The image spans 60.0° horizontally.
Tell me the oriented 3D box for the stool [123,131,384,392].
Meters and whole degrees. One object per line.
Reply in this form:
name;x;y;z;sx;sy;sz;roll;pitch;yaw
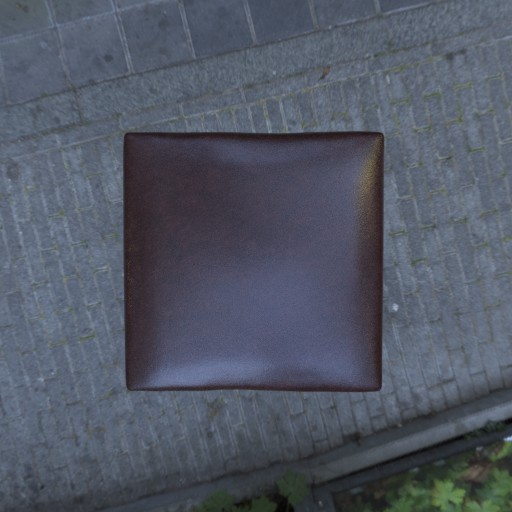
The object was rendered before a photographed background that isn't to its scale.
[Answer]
stool;0.000;0.000;0.944;0.382;0.702;0.383;0;92;1
